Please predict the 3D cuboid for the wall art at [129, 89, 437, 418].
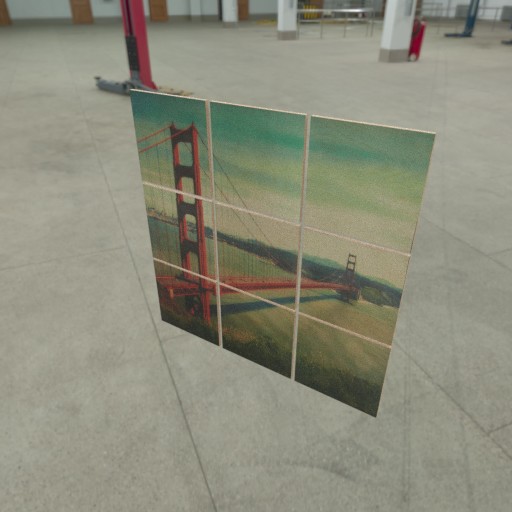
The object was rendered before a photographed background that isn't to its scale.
[{"bbox_3d":[0.000,0.000,1.397,0.917,0.910,0.012,18,35,27],"label":"wall art"}]
